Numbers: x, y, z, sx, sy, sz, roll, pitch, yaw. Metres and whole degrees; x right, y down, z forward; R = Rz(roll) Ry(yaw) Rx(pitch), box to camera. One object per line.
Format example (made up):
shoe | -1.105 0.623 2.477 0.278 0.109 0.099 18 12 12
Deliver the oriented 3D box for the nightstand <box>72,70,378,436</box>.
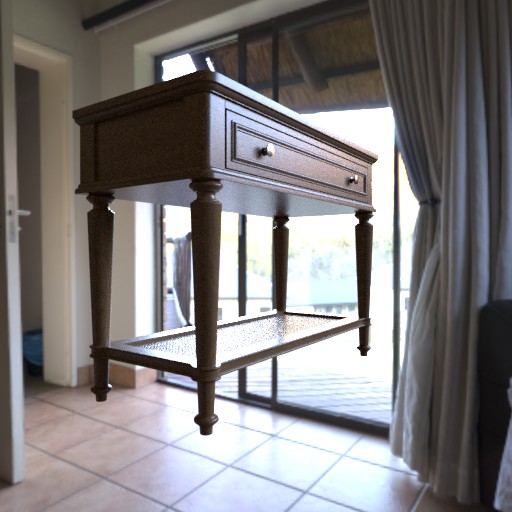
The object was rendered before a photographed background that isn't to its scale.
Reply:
nightstand | 0.000 0.000 1.313 0.432 0.700 0.914 0 0 35
